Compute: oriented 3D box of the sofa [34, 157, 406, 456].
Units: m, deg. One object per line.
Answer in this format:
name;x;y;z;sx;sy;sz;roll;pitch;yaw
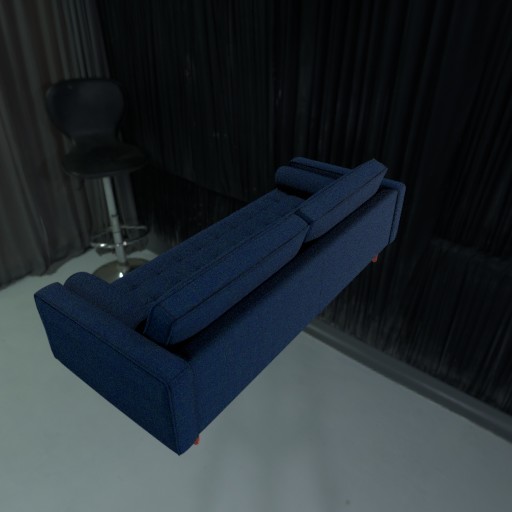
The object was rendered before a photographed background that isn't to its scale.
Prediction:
sofa;0.000;0.000;2.612;0.914;0.762;2.210;22;39;31
